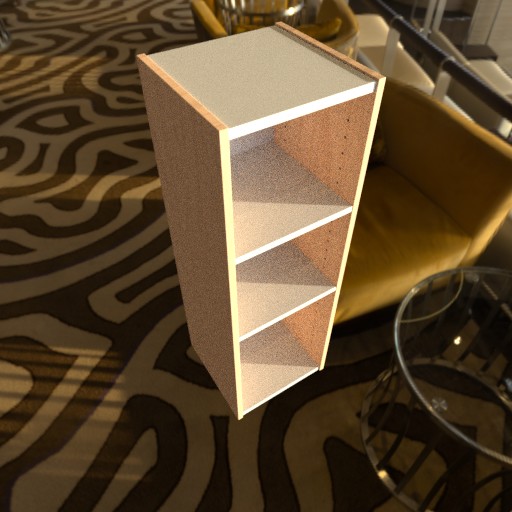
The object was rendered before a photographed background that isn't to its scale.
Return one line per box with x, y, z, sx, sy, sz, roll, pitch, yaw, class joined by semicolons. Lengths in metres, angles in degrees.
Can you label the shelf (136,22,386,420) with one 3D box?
0.000;0.000;1.050;0.300;0.900;0.290;-25;51;-22;shelf
